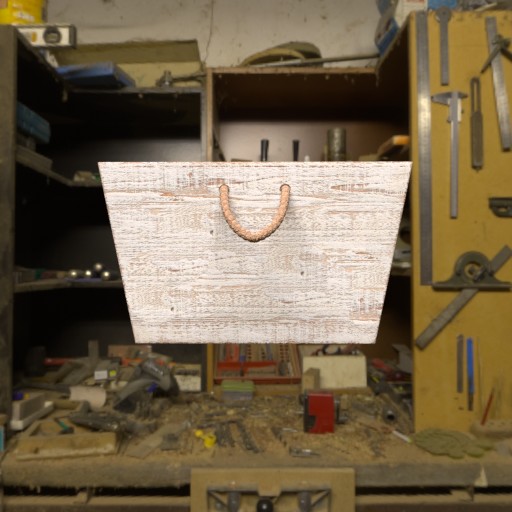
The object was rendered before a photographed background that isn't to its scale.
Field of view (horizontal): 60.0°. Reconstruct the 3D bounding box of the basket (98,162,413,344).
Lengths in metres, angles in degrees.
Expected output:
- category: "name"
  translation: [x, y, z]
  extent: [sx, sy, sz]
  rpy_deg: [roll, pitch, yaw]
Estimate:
- category: "basket"
  translation: [0.000, 0.000, 0.786]
  extent: [0.413, 0.247, 0.545]
  rpy_deg: [0, 0, 0]
